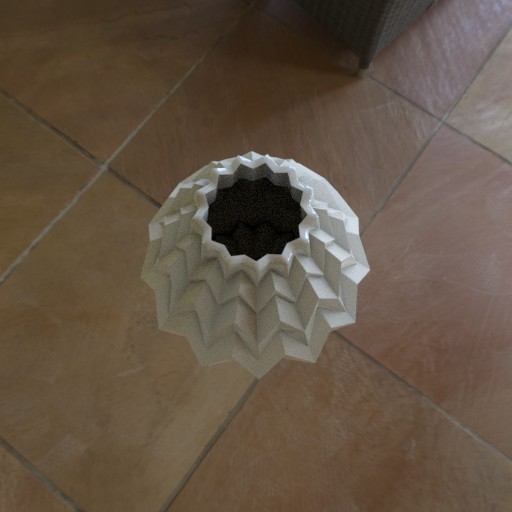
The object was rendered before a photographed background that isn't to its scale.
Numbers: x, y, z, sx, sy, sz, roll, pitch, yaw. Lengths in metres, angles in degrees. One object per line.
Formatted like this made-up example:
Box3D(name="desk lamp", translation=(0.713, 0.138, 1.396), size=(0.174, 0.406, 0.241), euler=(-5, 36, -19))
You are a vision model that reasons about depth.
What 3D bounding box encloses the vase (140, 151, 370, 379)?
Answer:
Box3D(name="vase", translation=(0.000, 0.000, 0.310), size=(0.164, 0.185, 0.164), euler=(0, 75, 0))
